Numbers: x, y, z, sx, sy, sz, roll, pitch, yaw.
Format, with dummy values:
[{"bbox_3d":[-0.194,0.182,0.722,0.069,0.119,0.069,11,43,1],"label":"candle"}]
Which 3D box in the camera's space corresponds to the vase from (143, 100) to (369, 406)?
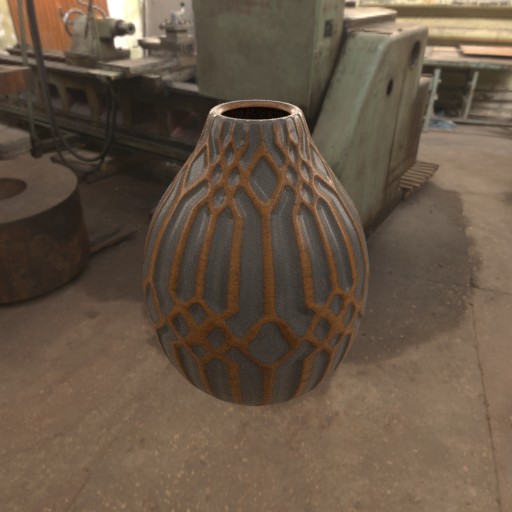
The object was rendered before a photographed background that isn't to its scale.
[{"bbox_3d":[0.000,0.000,0.136,0.069,0.088,0.069,0,31,0],"label":"vase"}]
